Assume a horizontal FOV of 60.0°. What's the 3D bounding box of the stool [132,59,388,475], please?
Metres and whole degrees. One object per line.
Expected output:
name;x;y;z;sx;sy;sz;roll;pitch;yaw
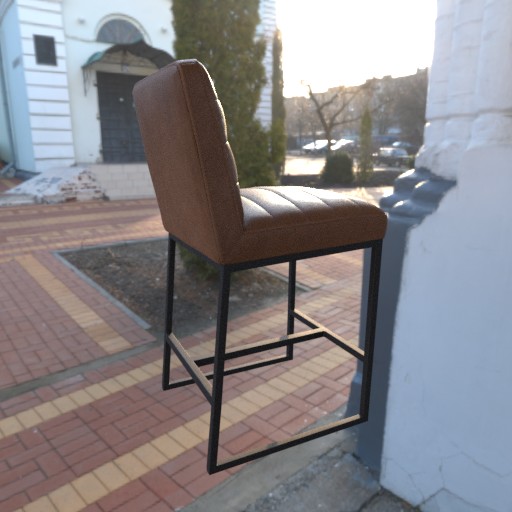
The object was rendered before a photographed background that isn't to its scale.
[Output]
stool;0.000;0.000;1.244;0.556;0.940;0.458;-7;16;-25
